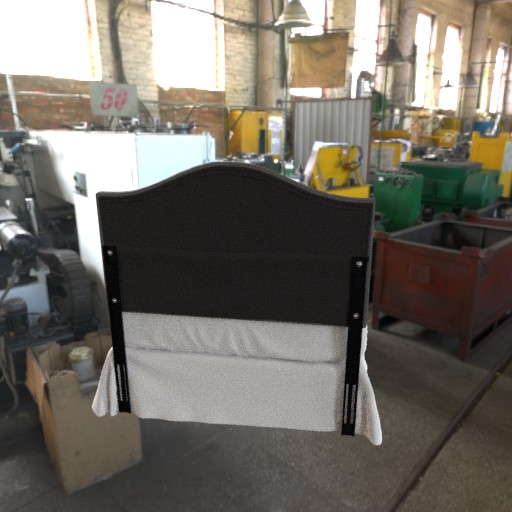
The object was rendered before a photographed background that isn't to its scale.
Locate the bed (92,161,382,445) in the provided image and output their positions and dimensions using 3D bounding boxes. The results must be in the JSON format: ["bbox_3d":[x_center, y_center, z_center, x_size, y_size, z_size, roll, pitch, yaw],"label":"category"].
[{"bbox_3d":[0.000,0.000,3.585,1.876,1.645,2.221,3,16,9],"label":"bed"}]
